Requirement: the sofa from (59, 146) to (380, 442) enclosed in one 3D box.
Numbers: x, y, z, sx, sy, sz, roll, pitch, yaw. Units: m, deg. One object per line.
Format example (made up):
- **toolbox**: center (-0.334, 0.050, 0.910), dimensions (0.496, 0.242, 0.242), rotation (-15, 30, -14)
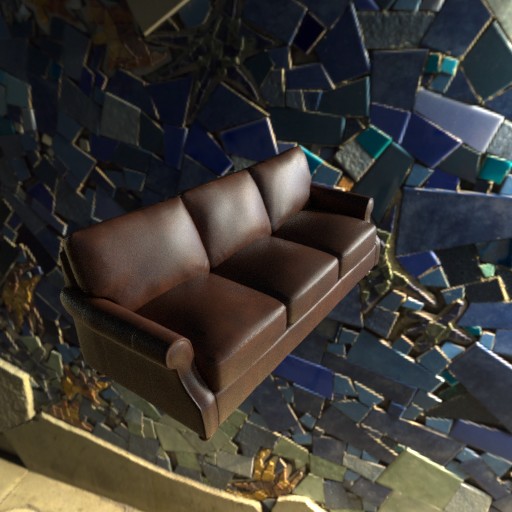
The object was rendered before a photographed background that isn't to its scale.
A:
- **sofa**: center (0.000, 0.000, 2.935), dimensions (0.973, 0.977, 2.351), rotation (18, 32, 31)
